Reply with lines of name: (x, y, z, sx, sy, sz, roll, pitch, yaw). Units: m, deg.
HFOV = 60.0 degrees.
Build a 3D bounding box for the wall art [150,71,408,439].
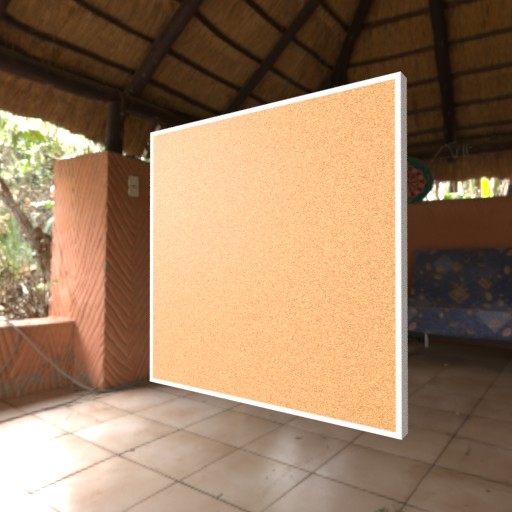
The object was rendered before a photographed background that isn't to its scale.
wall art: (0.000, 0.000, 1.158, 0.768, 0.765, 0.041, 0, -1, 35)
